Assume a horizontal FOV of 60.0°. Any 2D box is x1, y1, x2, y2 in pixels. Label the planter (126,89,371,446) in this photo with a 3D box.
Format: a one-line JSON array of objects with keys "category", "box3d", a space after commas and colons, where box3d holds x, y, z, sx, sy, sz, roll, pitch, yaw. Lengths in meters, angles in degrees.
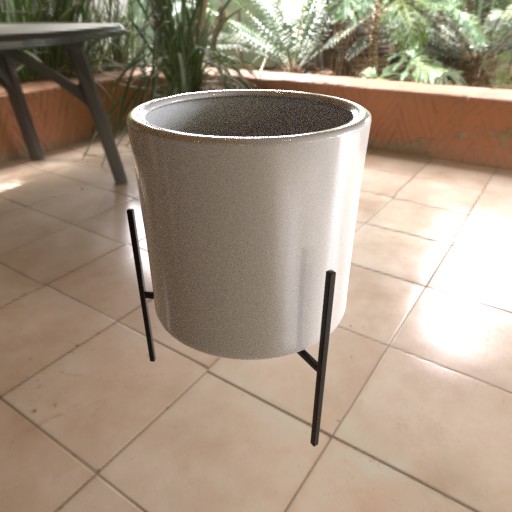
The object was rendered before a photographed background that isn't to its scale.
[{"category": "planter", "box3d": [0.000, 0.000, 0.737, 0.360, 0.480, 0.361, 18, 34, 28]}]
